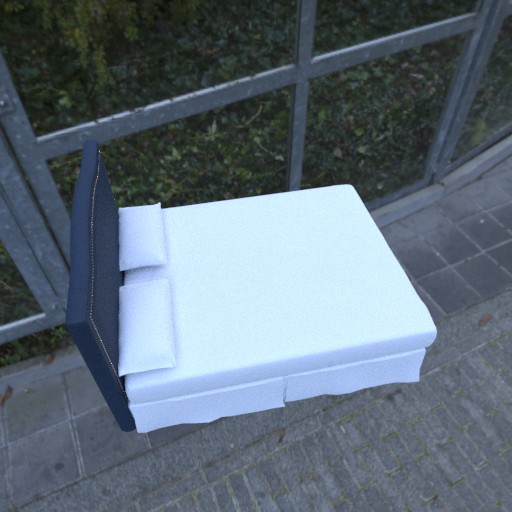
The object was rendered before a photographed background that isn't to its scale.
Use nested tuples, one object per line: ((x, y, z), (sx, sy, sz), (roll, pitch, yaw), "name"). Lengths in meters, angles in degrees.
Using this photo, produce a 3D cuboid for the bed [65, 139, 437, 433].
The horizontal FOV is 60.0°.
((0.000, 0.000, 3.361), (2.282, 1.436, 1.821), (-9, 47, -8), "bed")
